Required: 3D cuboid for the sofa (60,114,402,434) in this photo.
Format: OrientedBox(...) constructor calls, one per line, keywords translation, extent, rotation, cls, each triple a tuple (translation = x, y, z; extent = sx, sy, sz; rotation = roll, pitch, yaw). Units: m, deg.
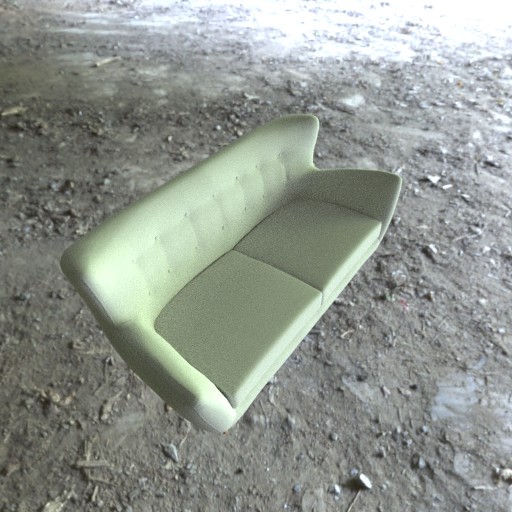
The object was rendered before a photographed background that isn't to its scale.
OrientedBox(translation=(0.000, 0.000, 2.448), extent=(0.899, 0.890, 1.930), rotation=(26, 47, 26), cls="sofa")
